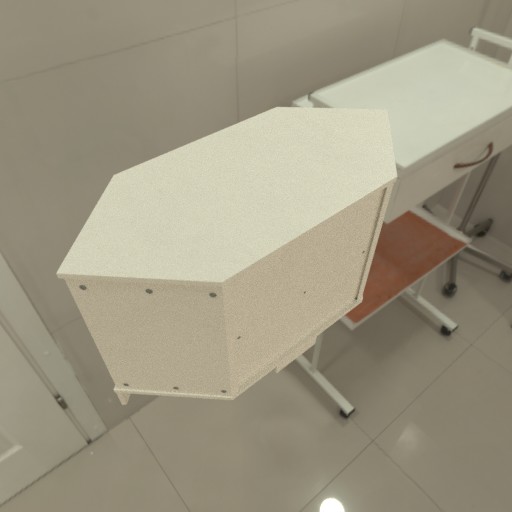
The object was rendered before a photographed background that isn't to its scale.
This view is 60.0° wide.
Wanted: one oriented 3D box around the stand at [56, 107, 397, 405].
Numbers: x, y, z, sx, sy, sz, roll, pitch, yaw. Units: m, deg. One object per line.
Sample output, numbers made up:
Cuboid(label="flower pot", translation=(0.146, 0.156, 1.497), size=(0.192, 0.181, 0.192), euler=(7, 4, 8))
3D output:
Cuboid(label="stand", translation=(0.000, 0.000, 1.373), size=(1.072, 0.614, 0.477), euler=(-31, 54, -26))
